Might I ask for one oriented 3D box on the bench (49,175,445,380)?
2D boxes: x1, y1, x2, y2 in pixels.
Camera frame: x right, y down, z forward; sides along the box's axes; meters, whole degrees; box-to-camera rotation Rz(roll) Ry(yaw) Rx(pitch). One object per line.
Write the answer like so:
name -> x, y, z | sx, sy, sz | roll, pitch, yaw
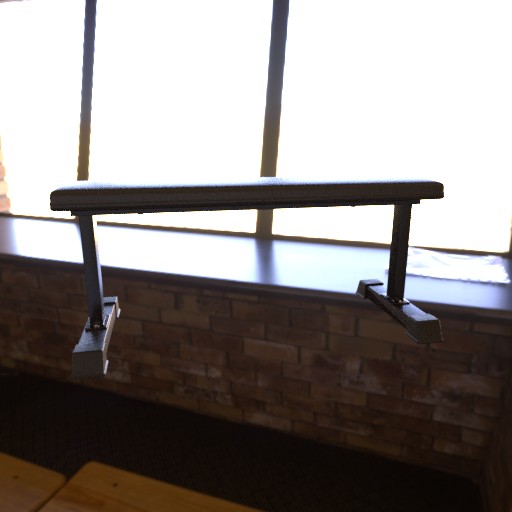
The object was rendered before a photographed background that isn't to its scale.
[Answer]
bench -> 0.000, 0.000, 1.326 | 1.072, 0.453, 0.439 | -3, 16, -11
